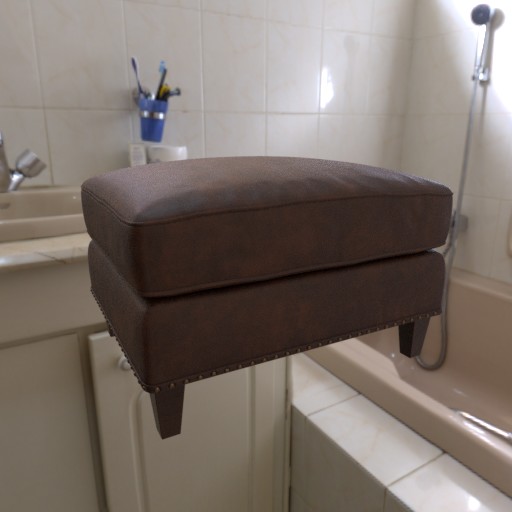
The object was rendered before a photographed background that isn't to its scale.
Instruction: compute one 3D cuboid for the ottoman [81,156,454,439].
[{"bbox_3d":[0.000,0.000,1.120,0.742,0.486,0.586,-8,18,-27],"label":"ottoman"}]
